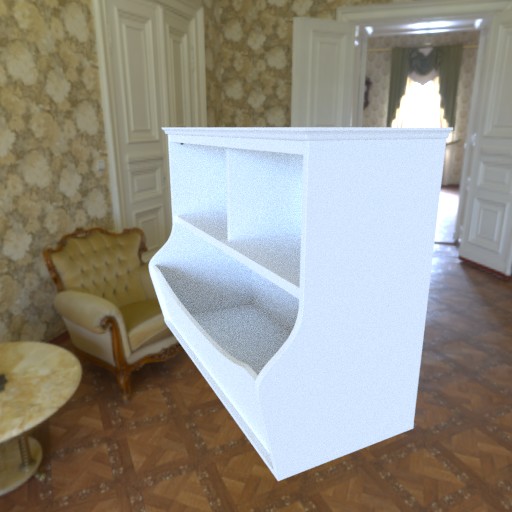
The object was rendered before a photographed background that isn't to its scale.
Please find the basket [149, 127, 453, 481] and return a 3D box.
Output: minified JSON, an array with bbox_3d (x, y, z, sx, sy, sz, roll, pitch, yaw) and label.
[{"bbox_3d":[0.000,0.000,1.122,0.376,0.625,0.792,-8,18,-25],"label":"basket"}]
